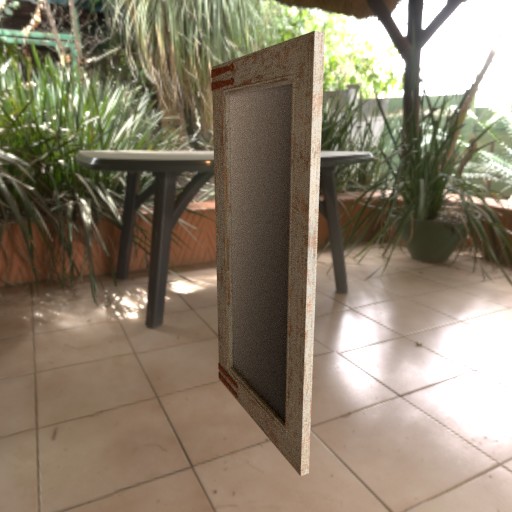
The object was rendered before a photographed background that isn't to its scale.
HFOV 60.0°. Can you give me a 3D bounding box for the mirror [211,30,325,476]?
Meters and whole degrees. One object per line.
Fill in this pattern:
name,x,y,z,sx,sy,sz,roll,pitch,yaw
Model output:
mirror,0.000,0.000,1.092,0.027,0.922,0.472,-8,17,-27
